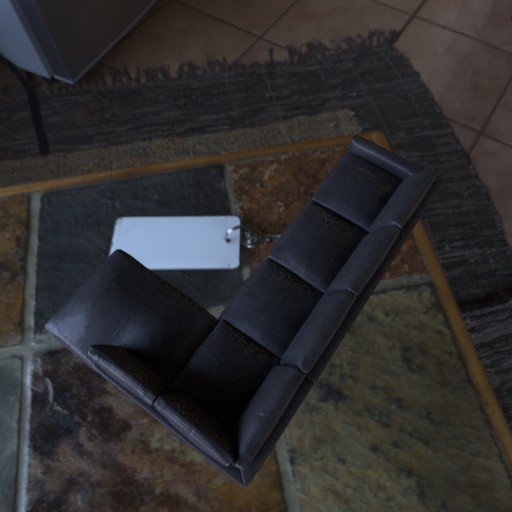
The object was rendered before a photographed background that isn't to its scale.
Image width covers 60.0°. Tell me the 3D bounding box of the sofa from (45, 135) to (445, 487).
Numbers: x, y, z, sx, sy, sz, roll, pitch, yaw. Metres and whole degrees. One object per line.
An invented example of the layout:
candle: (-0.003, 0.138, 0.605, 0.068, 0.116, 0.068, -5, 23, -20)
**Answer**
sofa: (0.000, 0.000, 3.759, 1.938, 0.877, 2.984, 33, 68, 15)
